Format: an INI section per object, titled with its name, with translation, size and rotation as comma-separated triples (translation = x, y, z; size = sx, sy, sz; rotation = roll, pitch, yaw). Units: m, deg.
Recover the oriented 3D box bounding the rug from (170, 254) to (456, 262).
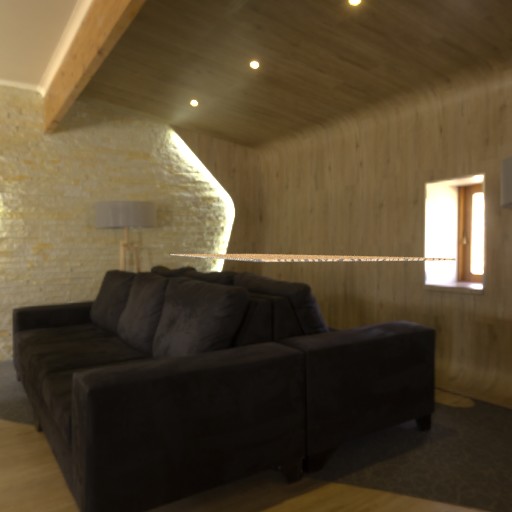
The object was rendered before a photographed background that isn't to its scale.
[rug]
translation = 0.000, 0.000, 2.435
size = 0.686, 0.008, 2.286
rotation = 0, 1, -17
